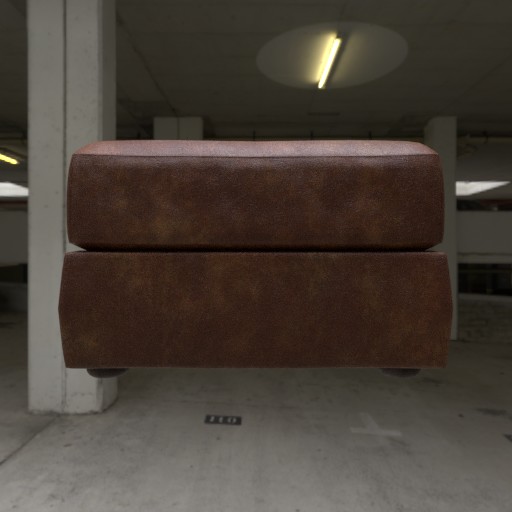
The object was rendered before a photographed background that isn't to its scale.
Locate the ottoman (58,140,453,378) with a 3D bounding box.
[{"bbox_3d":[0.000,0.000,1.104,0.751,0.476,0.603,0,0,0],"label":"ottoman"}]
